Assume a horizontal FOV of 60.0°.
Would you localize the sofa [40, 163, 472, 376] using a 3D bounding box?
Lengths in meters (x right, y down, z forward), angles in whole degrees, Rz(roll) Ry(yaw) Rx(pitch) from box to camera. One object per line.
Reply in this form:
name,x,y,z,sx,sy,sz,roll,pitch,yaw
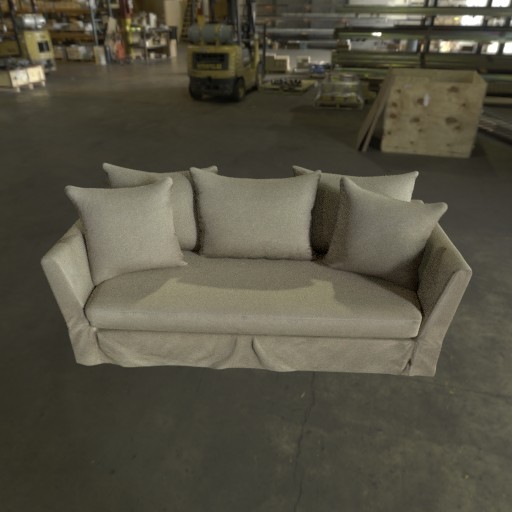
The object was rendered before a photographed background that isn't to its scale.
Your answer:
sofa,0.000,0.000,2.856,2.290,1.034,1.031,1,30,3
